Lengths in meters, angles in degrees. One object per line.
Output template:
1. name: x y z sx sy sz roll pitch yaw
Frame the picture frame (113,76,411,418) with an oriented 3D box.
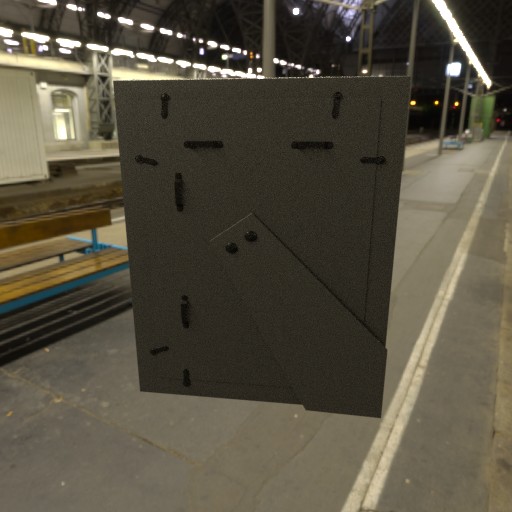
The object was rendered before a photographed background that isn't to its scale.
1. picture frame: 0.000 0.000 0.513 0.307 0.383 0.036 2 17 7
